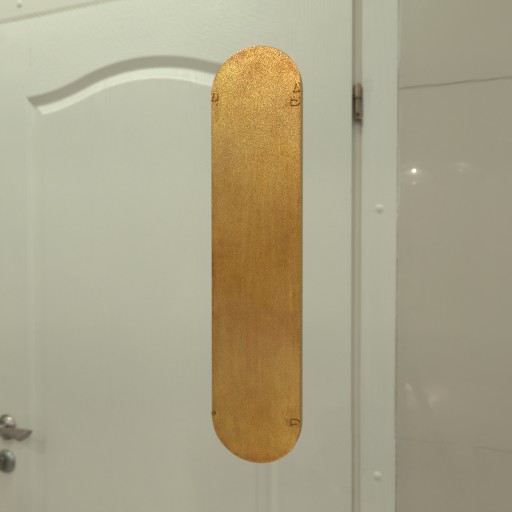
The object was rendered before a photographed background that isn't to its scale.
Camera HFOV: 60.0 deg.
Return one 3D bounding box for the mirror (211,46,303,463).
[{"bbox_3d":[0.000,0.000,1.065,0.222,0.991,0.032,0,1,18],"label":"mirror"}]
